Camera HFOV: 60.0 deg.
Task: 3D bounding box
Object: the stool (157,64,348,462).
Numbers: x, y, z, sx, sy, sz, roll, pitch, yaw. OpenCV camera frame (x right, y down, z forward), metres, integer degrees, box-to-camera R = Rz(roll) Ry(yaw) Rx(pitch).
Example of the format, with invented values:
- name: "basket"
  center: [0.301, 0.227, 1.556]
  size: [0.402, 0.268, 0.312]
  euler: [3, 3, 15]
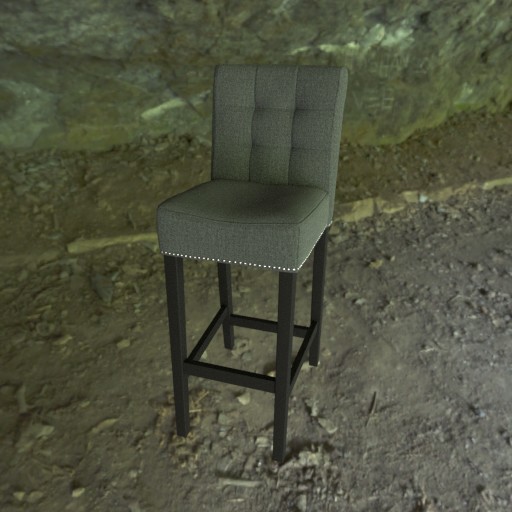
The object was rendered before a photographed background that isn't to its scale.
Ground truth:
- name: "stool"
  center: [0.000, 0.000, 1.345]
  size: [0.411, 1.047, 0.548]
  euler: [8, 27, 15]
